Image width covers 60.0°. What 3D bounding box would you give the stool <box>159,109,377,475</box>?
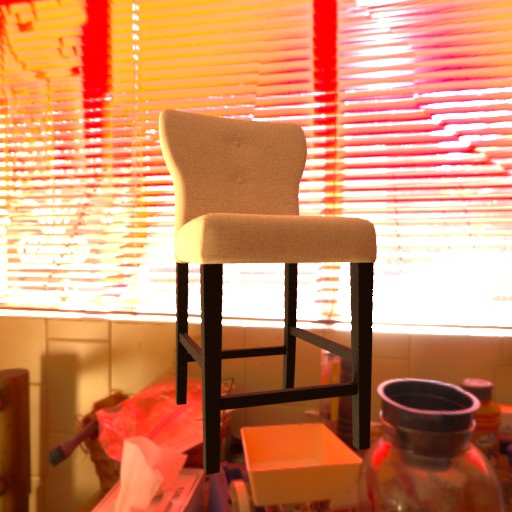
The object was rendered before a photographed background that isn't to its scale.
[{"bbox_3d":[0.000,0.000,1.309,0.514,0.972,0.603,0,1,-18],"label":"stool"}]
